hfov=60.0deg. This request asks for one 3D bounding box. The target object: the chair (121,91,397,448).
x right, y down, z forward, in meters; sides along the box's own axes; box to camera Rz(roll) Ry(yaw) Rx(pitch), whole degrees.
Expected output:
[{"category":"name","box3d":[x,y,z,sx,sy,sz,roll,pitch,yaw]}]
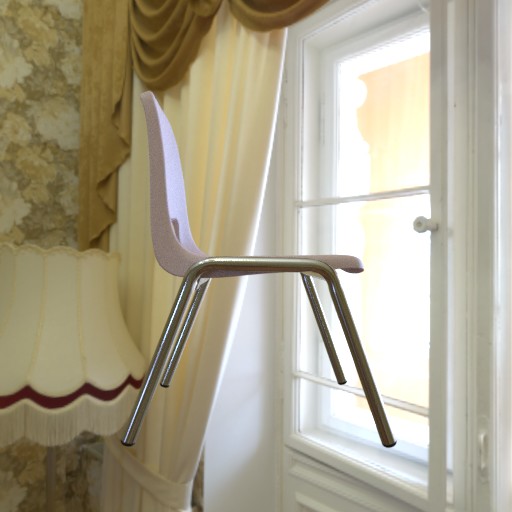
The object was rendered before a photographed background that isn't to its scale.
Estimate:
[{"category":"chair","box3d":[0.000,0.000,0.842,0.423,0.586,0.354,0,0,-1]}]
